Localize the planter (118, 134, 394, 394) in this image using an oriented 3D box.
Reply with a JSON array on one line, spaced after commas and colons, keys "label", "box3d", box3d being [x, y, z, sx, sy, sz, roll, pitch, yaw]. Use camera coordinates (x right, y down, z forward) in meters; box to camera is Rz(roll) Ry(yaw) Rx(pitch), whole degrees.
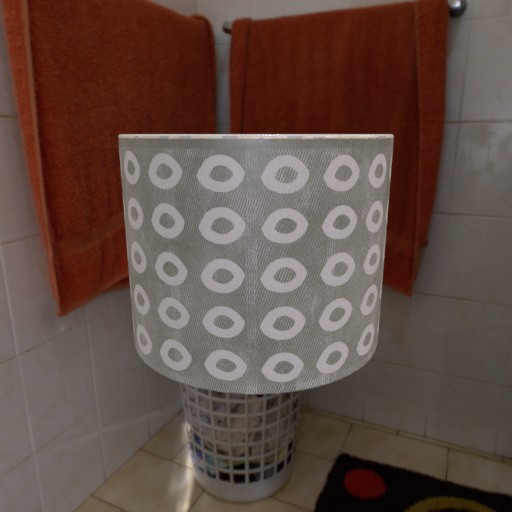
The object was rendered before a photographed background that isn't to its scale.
[{"label": "planter", "box3d": [0.000, 0.000, 0.342, 0.190, 0.181, 0.190, 0, 15, 0]}]
